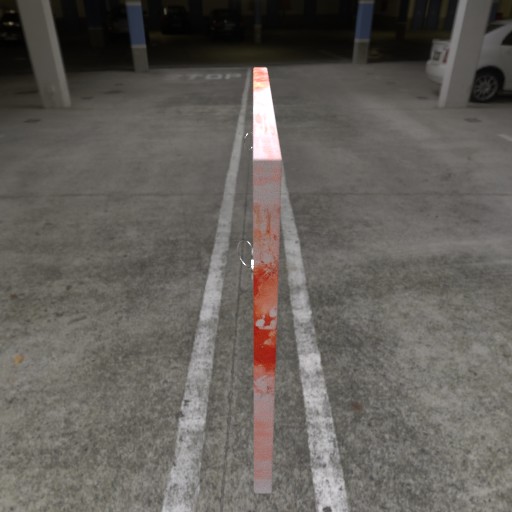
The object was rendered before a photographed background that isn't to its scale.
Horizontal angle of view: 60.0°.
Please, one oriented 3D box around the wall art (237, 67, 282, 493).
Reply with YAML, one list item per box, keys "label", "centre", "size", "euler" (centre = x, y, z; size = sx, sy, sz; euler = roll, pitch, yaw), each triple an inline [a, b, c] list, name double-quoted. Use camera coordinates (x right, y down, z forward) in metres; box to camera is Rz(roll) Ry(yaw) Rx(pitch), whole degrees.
- label: "wall art"
  centre: [0.000, 0.000, 1.079]
  size: [0.064, 0.746, 0.747]
  euler: [0, 31, 0]
